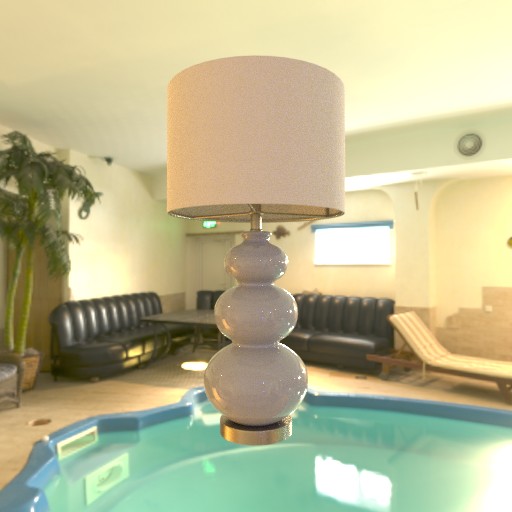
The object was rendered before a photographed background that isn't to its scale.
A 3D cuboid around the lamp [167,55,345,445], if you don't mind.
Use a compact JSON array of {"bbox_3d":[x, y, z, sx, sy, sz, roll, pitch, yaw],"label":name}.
[{"bbox_3d":[0.000,0.000,0.930,0.367,0.730,0.367,0,-1,16],"label":"lamp"}]
